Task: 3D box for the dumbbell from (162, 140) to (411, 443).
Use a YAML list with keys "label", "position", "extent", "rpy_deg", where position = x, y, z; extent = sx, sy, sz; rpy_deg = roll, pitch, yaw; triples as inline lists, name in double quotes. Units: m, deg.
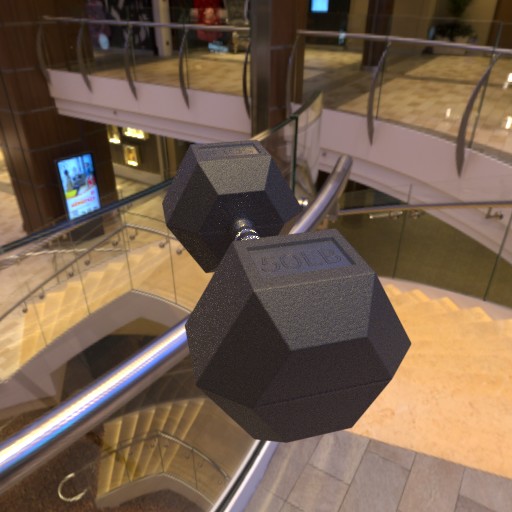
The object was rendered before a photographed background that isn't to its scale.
- label: "dumbbell"
  position: [0.000, 0.000, 0.469]
  extent: [0.173, 0.150, 0.384]
  rpy_deg: [-8, 32, -12]
